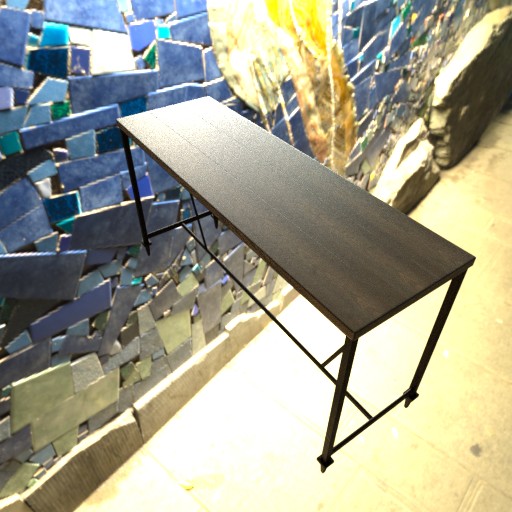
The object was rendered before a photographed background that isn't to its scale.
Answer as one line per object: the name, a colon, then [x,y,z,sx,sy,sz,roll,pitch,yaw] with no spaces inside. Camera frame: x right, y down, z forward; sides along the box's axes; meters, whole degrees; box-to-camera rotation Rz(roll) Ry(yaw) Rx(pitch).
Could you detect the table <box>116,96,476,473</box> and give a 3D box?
table: [0.000,0.000,2.125,0.551,0.902,1.700,-25,46,-26]
